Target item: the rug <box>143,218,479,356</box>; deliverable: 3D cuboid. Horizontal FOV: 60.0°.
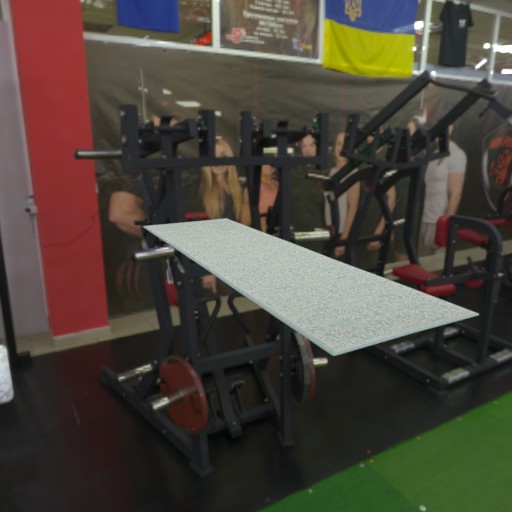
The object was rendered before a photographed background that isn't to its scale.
[{"bbox_3d":[0.000,0.000,2.388,0.662,0.011,2.196,-8,17,-27],"label":"rug"}]
